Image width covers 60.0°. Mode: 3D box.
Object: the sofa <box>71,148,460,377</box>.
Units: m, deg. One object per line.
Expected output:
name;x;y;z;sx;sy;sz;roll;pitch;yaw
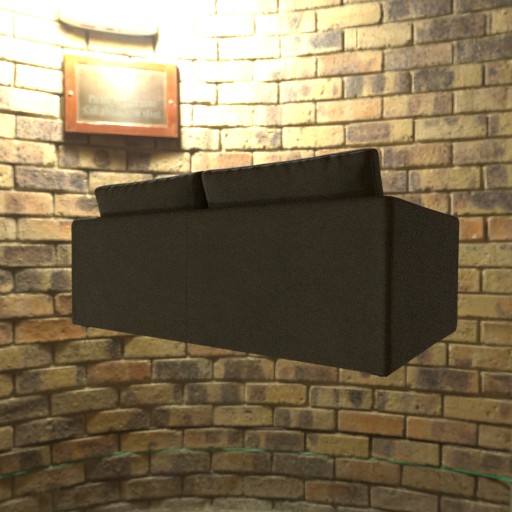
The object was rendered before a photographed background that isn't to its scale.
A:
sofa;0.000;0.000;2.480;1.909;0.845;1.091;0;1;36
